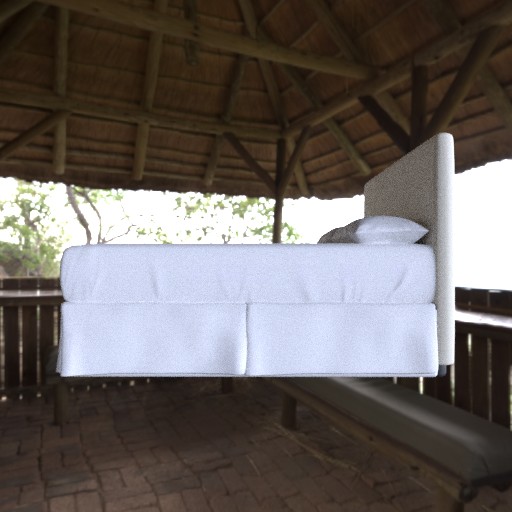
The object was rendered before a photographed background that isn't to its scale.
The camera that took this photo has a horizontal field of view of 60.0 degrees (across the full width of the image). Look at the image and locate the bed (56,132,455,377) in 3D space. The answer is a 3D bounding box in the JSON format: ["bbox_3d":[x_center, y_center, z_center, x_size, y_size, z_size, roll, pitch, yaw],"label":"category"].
[{"bbox_3d":[0.000,0.000,3.142,2.147,1.330,1.714,0,0,0],"label":"bed"}]
